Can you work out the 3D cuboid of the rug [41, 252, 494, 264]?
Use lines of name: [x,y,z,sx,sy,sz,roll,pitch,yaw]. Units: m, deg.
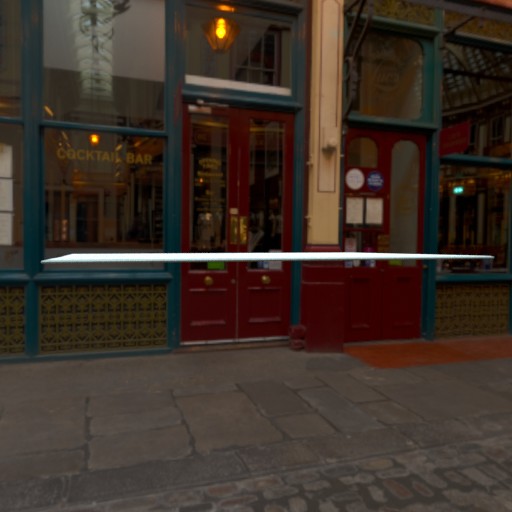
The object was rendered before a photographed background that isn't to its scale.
rug: [0.000,0.000,2.265,1.840,0.012,1.219,0,1,-19]
